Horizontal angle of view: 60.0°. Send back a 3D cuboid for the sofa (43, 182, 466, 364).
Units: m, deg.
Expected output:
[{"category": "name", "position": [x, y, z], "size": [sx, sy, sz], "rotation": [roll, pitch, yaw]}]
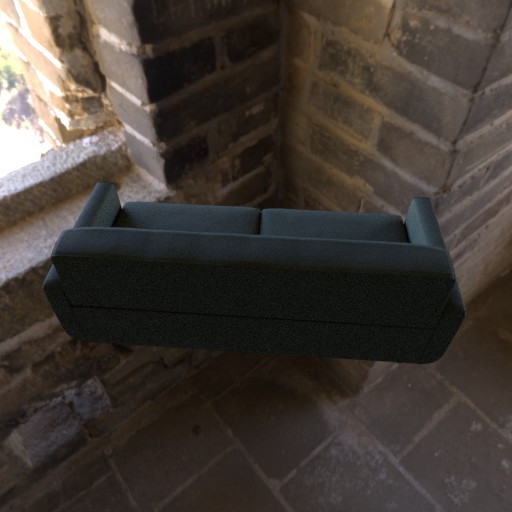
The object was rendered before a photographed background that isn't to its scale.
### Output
[{"category": "sofa", "position": [0.000, 0.000, 2.515], "size": [2.029, 0.841, 0.909], "rotation": [3, 46, 3]}]
